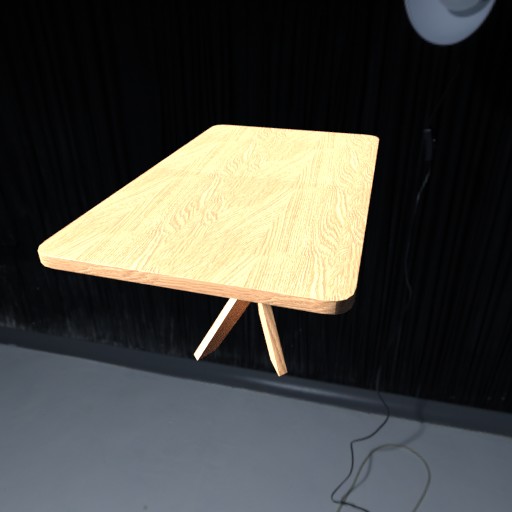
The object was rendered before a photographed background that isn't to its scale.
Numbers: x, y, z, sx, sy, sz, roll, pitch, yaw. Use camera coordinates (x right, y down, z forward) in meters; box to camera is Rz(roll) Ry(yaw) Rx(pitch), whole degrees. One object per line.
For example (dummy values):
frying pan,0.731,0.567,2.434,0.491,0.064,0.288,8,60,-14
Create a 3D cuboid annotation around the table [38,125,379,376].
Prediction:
table,0.000,0.000,2.058,0.950,0.770,1.600,8,31,14
